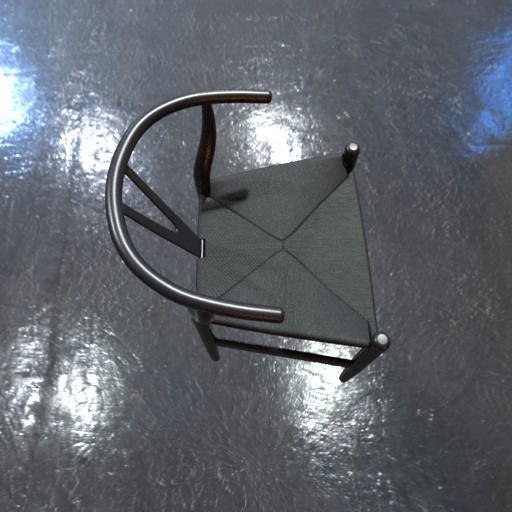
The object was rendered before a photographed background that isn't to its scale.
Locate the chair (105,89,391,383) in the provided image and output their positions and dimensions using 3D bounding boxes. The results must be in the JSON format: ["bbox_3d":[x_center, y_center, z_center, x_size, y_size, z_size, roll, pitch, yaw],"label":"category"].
[{"bbox_3d":[0.000,0.000,1.178,0.579,0.730,0.569,-1,65,-1],"label":"chair"}]
